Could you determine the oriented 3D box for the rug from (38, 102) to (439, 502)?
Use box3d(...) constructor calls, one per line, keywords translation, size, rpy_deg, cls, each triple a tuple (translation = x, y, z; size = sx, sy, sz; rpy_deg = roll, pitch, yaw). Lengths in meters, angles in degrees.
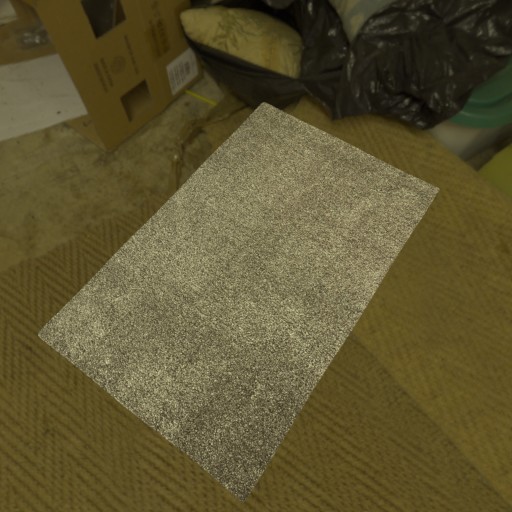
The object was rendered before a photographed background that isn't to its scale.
box3d(translation=(0.000, 0.000, 2.859), size=(1.501, 0.025, 2.352), rpy_deg=(32, 66, 16), cls="rug")
